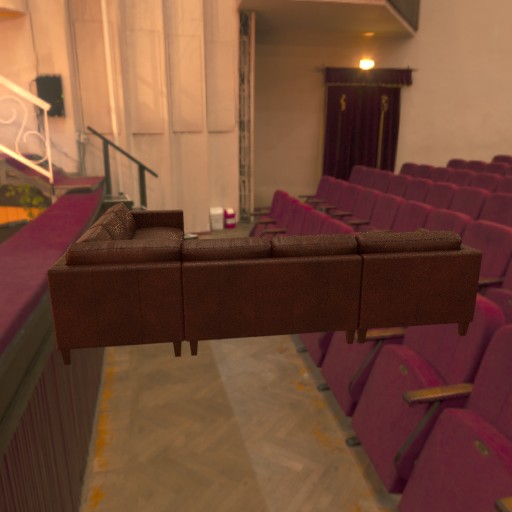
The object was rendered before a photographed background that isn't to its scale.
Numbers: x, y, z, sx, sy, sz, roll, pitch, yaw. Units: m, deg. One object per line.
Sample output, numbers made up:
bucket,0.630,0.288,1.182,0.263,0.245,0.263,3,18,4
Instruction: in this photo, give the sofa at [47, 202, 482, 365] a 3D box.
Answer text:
sofa,0.000,0.000,4.550,3.324,0.891,2.452,-2,16,-8
